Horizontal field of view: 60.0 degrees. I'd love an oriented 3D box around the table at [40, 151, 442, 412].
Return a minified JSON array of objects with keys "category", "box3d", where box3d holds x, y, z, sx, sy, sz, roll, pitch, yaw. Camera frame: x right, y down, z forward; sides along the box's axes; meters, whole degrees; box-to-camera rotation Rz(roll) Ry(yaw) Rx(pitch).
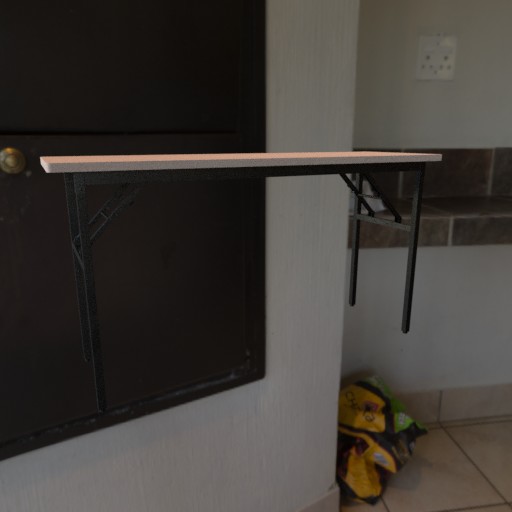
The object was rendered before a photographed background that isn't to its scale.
[{"category":"table","box3d":[0.000,0.000,1.695,1.397,0.750,0.447,-7,16,-26]}]
